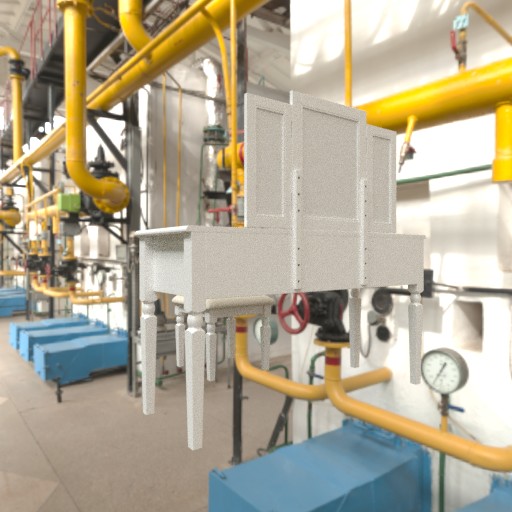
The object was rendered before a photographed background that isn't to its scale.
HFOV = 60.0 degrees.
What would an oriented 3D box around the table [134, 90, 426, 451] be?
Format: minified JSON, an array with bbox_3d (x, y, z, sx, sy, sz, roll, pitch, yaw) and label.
[{"bbox_3d":[0.000,0.000,2.312,1.369,1.310,1.115,0,1,-36],"label":"table"}]
